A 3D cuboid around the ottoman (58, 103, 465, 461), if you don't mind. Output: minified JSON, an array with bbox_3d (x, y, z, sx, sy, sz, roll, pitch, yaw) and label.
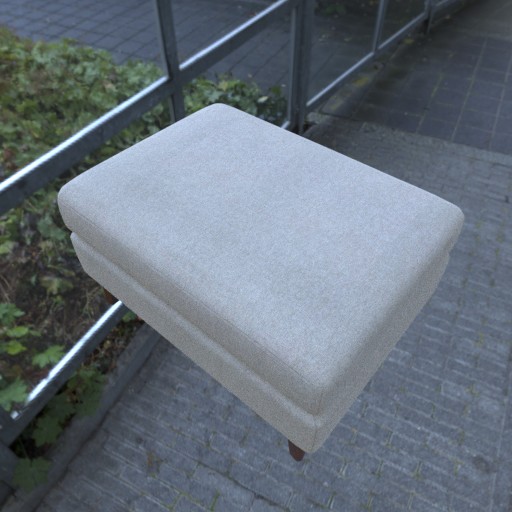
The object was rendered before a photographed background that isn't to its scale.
[{"bbox_3d":[0.000,0.000,1.196,0.823,0.478,0.610,32,54,26],"label":"ottoman"}]
